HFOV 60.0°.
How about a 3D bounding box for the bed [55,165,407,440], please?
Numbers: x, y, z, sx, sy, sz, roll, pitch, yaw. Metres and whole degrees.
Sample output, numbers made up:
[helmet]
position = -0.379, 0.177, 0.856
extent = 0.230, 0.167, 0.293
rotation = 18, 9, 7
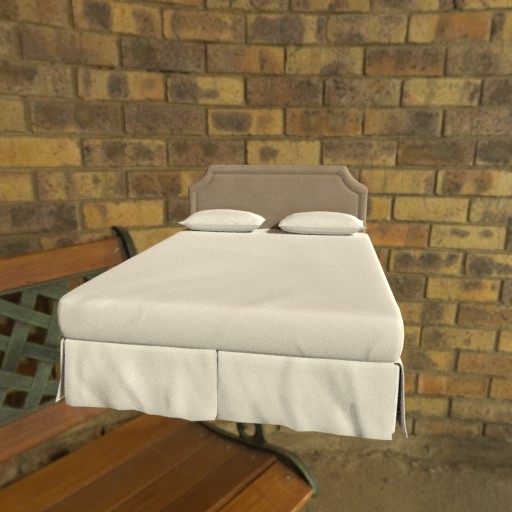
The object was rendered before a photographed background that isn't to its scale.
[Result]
[bed]
position = 0.000, 0.000, 3.424
extent = 1.977, 1.293, 2.498
rotation = 2, 14, 9
